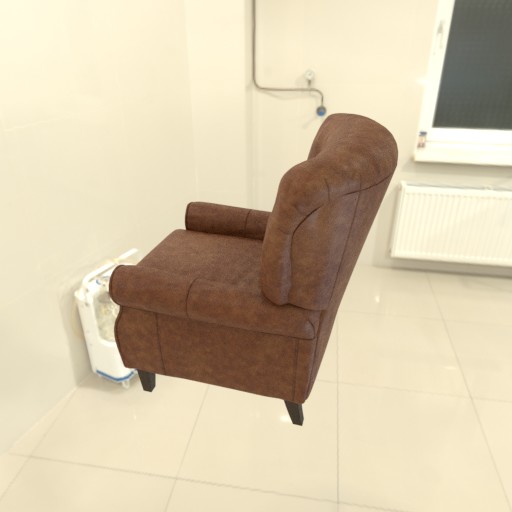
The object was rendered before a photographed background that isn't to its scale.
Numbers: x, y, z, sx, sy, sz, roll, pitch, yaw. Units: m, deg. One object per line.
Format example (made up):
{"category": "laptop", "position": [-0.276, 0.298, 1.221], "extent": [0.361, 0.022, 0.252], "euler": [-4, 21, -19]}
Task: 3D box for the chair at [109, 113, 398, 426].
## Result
{"category": "chair", "position": [0.000, 0.000, 1.940], "extent": [1.059, 1.164, 0.951], "euler": [8, 29, 14]}
